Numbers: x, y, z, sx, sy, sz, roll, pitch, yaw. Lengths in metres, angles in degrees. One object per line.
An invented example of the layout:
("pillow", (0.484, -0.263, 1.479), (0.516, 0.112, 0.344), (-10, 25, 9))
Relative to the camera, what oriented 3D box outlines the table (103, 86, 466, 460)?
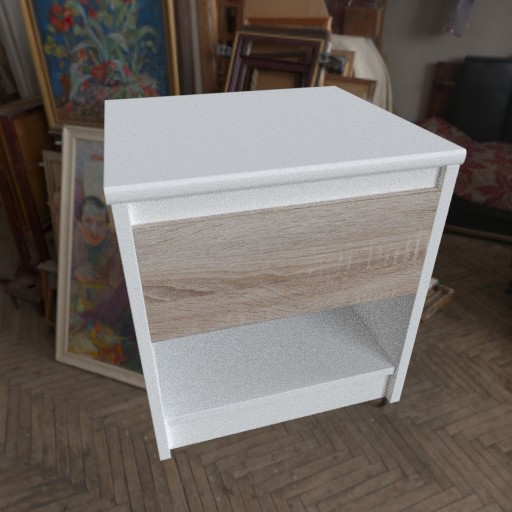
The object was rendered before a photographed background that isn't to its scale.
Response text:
("table", (0.000, 0.000, 0.761), (0.420, 0.460, 0.380), (-9, 33, -13))
